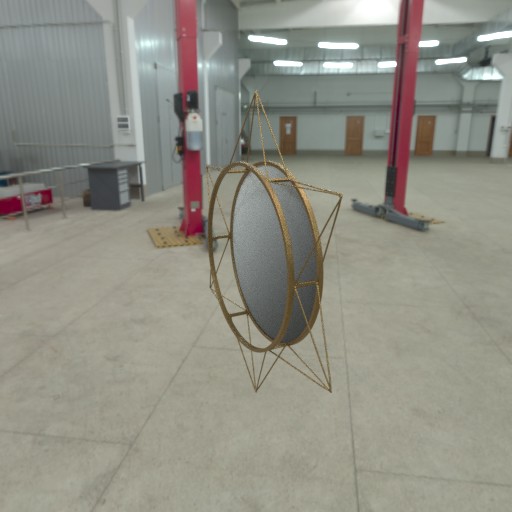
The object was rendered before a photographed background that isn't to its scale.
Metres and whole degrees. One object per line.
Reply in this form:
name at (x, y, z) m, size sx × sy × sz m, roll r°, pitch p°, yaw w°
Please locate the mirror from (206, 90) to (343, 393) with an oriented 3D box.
mirror at (0.000, 0.000, 0.826) m, size 0.062 × 0.581 × 0.498 m, roll -8°, pitch 18°, yaw -26°
